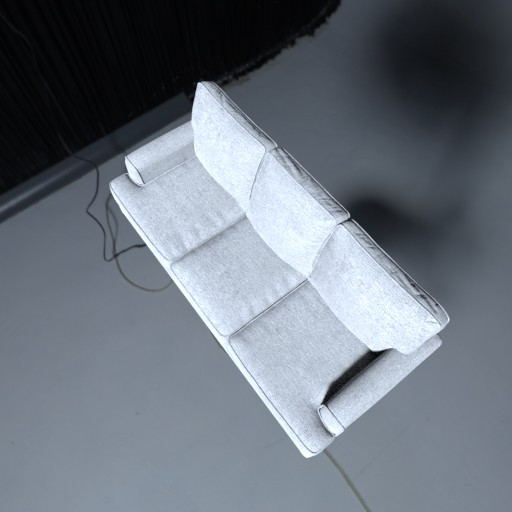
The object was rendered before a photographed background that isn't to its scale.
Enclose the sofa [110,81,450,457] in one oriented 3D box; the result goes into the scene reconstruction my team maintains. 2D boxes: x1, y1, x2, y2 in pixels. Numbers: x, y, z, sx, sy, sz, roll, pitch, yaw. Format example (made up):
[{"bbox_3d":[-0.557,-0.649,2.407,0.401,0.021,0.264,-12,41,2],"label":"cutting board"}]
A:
[{"bbox_3d":[0.000,0.000,2.731,0.951,0.965,2.158,-34,68,-16],"label":"sofa"}]
